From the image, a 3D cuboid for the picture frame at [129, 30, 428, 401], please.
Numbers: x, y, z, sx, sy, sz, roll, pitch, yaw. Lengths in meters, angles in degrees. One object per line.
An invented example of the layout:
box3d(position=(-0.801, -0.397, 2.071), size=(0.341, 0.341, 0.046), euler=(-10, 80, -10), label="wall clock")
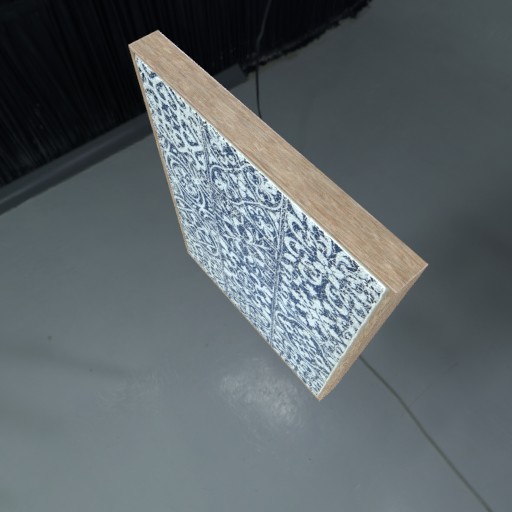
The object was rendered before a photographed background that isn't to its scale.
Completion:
box3d(position=(0.000, 0.000, 0.697), size=(0.043, 0.526, 0.424), euler=(-37, 68, -18), label="picture frame")
